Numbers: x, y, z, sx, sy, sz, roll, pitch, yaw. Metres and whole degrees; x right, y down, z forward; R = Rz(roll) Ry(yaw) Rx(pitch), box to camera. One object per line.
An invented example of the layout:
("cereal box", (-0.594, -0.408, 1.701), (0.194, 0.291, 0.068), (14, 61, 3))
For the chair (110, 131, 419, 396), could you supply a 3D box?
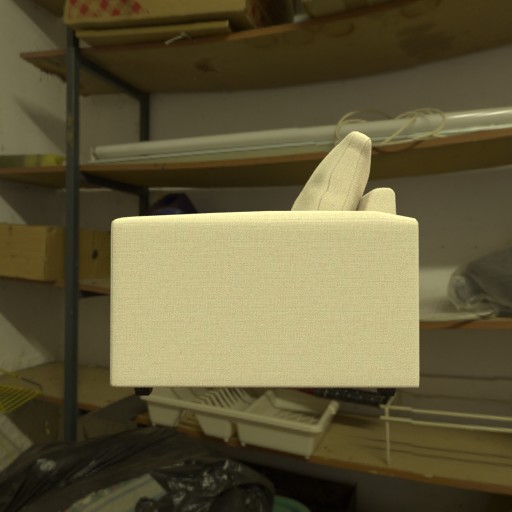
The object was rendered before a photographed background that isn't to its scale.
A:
("chair", (0.000, 0.000, 2.088), (1.039, 0.915, 1.398), (0, -1, 0))
